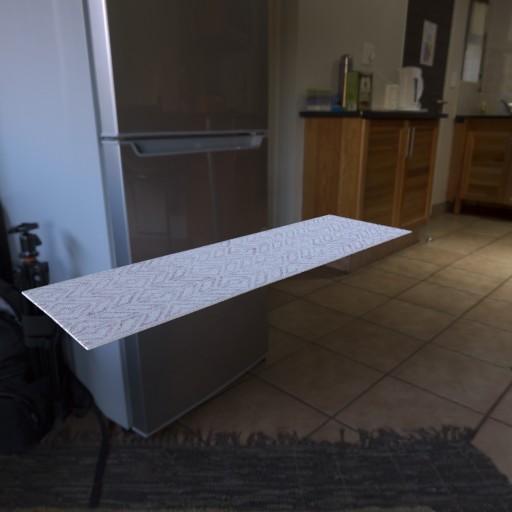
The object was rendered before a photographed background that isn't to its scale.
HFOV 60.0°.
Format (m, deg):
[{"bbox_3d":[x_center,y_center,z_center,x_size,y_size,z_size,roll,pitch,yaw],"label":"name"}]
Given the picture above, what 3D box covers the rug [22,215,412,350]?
[{"bbox_3d":[0.000,0.000,2.694,2.435,0.009,0.750,-17,24,-41],"label":"rug"}]
